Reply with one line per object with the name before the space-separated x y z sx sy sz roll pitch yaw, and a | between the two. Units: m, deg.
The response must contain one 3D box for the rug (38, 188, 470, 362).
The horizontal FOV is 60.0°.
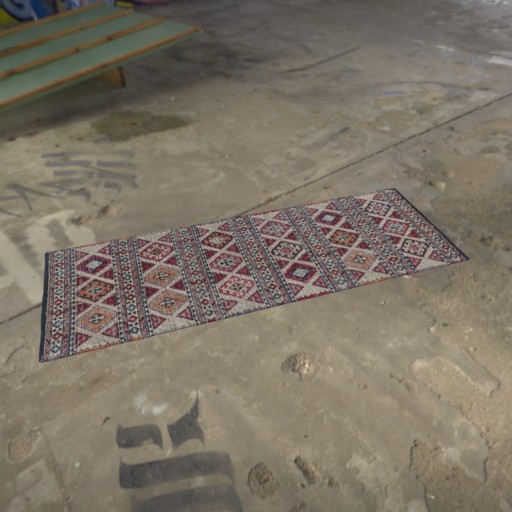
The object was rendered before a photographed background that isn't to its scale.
rug | 0.000 0.000 2.601 2.362 0.008 0.832 -12 42 -14
